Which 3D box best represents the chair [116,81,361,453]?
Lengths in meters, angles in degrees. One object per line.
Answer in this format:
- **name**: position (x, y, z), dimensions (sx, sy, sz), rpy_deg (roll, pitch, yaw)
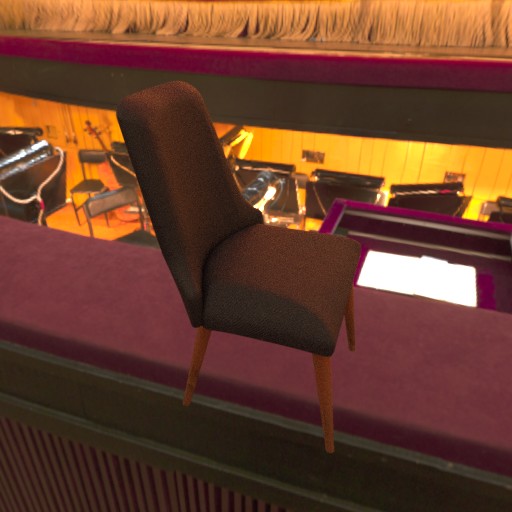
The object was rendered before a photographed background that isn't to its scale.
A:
- **chair**: position (0.000, 0.000, 1.183), dimensions (0.567, 0.820, 0.504), rpy_deg (10, 32, 16)
